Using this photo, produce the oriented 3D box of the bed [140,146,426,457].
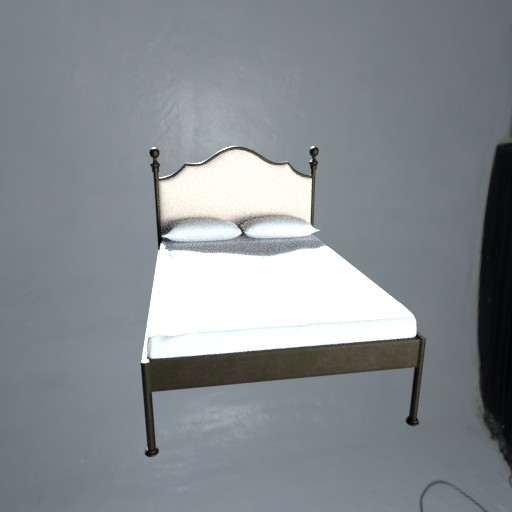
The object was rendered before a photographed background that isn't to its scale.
[{"bbox_3d":[0.000,0.000,3.197,1.533,1.462,2.170,-3,16,-9],"label":"bed"}]
